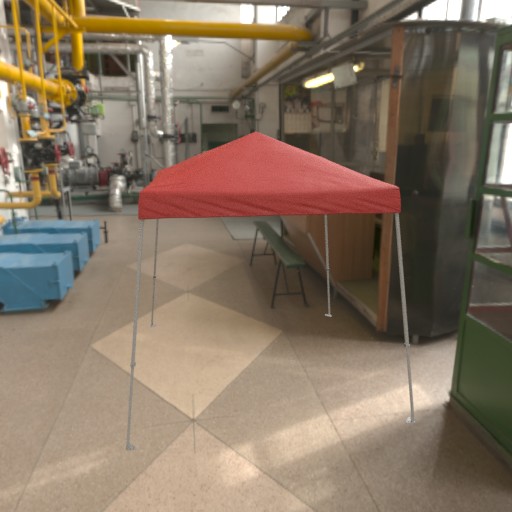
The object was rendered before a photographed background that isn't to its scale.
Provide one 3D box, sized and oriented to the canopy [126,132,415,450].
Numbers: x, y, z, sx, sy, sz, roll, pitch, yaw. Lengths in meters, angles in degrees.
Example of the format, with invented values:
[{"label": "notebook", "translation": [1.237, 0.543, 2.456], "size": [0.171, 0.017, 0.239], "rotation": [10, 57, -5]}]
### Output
[{"label": "canopy", "translation": [0.000, 0.000, 6.671], "size": [3.600, 3.600, 3.599], "rotation": [-2, 15, -8]}]
